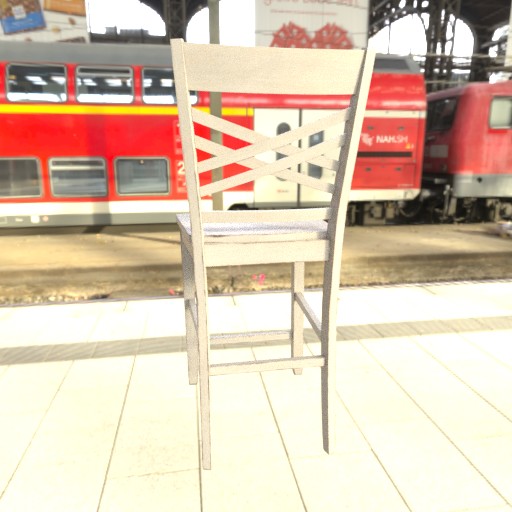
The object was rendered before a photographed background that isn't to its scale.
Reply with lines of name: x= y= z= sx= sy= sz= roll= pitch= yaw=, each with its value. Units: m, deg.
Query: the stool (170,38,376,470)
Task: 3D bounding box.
stool: x=0.000 y=0.000 z=1.334 sx=0.462 sy=1.079 sz=0.539 roll=-2 pitch=14 yaw=-10
